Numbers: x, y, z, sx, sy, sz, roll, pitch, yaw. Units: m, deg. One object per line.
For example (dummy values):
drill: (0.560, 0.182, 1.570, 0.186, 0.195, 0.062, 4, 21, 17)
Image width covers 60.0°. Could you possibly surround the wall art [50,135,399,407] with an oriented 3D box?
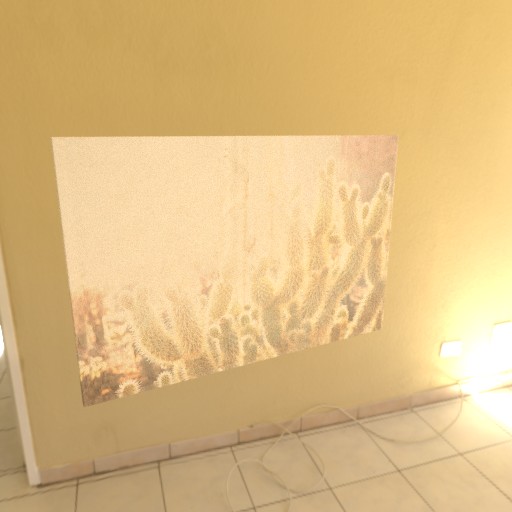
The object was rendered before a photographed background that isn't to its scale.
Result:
wall art: (0.000, 0.000, 1.936, 1.525, 1.012, 0.038, -8, 18, -26)
